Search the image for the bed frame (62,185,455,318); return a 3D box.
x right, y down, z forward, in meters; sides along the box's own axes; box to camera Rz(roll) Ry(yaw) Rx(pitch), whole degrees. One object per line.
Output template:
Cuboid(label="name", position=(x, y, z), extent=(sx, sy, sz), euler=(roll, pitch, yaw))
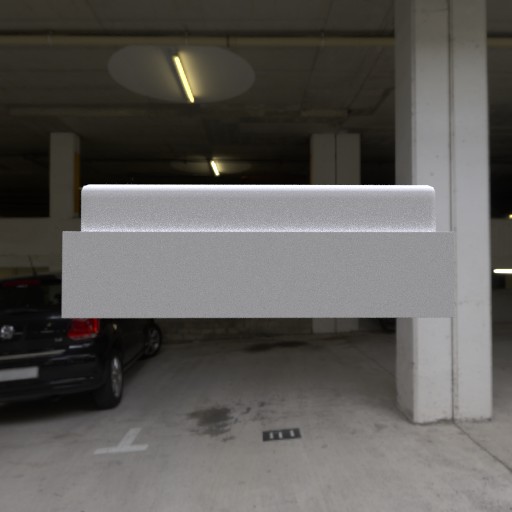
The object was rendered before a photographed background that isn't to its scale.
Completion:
Cuboid(label="bed frame", position=(0.000, 0.000, 2.606), extent=(1.445, 0.497, 1.945), euler=(0, -1, -1))
